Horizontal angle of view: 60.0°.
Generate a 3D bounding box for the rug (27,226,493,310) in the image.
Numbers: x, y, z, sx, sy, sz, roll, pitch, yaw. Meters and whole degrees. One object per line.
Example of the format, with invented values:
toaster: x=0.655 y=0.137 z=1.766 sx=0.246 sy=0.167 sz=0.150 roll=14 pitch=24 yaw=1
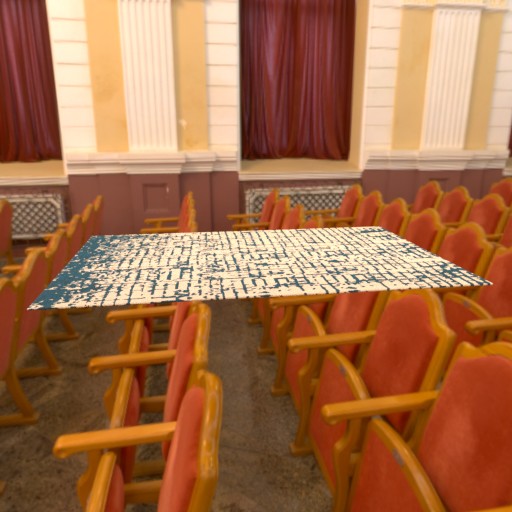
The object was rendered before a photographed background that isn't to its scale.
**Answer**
rug: x=0.000 y=0.000 z=3.004 sx=2.435 sy=0.011 sz=1.517 roll=-2 pitch=16 yaw=-8
